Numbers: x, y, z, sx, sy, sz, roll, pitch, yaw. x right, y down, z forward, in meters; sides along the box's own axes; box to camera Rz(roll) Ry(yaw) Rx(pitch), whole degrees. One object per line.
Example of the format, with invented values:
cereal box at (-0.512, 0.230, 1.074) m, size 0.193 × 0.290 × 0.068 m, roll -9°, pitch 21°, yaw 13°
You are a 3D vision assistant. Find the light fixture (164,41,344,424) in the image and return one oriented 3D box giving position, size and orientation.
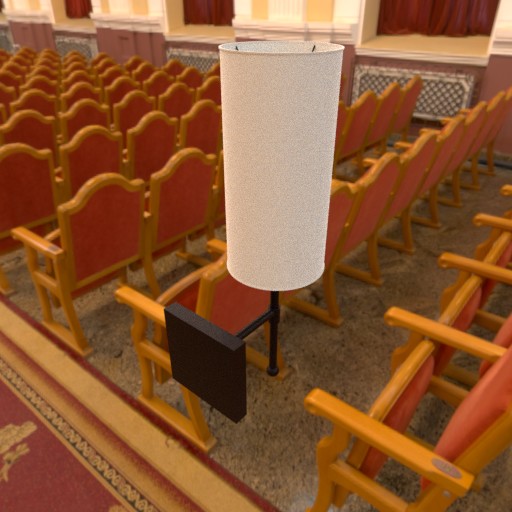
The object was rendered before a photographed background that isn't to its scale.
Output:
light fixture at (0.000, 0.000, 0.544) m, size 0.128 × 0.462 × 0.208 m, roll 23°, pitch 37°, yaw 34°
